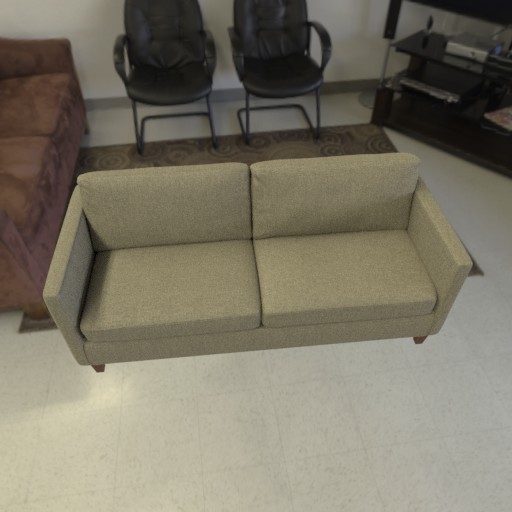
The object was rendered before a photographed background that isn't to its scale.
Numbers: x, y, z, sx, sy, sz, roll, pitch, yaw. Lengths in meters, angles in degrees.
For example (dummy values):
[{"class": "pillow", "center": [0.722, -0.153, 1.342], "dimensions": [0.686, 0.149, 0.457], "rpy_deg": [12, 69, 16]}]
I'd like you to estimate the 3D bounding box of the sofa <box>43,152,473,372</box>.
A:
[{"class": "sofa", "center": [0.000, 0.000, 2.719], "dimensions": [2.208, 0.960, 0.956], "rpy_deg": [-4, 46, -4]}]
